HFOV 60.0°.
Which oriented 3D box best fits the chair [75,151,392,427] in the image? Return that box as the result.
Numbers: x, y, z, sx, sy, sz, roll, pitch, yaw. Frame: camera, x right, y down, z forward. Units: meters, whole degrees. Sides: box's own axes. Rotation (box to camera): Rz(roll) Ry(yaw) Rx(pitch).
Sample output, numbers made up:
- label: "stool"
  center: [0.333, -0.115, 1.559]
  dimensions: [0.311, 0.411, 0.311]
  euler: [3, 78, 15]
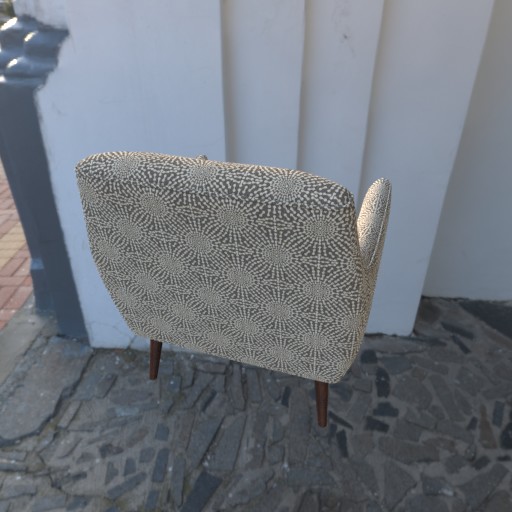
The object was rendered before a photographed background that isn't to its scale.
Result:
- label: "chair"
  center: [0.000, 0.000, 1.416]
  dimensions: [0.762, 0.838, 0.787]
  euler: [10, 33, 16]
